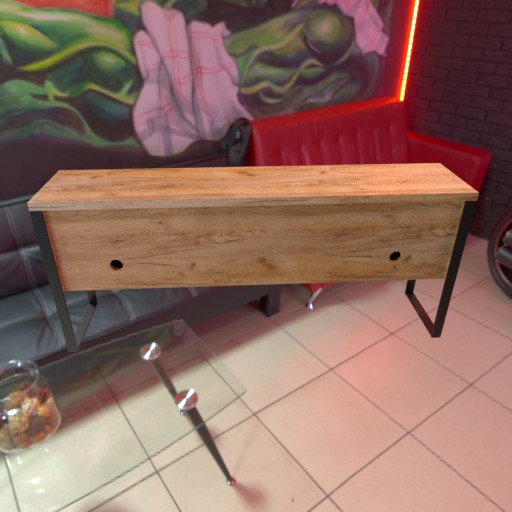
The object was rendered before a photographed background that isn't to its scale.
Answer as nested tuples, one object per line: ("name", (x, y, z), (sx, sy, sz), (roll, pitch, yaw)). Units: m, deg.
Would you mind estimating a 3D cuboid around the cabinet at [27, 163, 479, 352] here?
("cabinet", (0.000, 0.000, 2.124), (1.800, 0.762, 0.395), (-2, 30, -3))
